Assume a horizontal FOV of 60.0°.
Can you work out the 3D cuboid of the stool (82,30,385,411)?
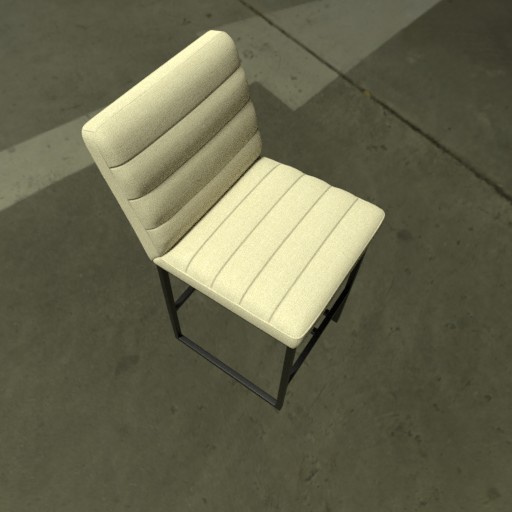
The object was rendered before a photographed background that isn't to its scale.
[{"bbox_3d":[0.000,0.000,1.325,0.560,1.040,0.460,30,62,18],"label":"stool"}]
